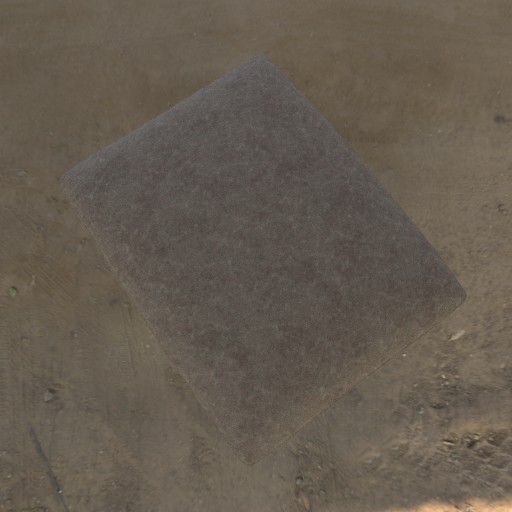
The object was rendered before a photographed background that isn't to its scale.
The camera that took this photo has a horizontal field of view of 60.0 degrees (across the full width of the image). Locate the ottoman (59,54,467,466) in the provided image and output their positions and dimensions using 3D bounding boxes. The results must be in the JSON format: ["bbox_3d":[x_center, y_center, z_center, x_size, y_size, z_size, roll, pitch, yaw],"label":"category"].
[{"bbox_3d":[0.000,0.000,1.117,0.584,0.513,0.741,-35,78,-8],"label":"ottoman"}]
